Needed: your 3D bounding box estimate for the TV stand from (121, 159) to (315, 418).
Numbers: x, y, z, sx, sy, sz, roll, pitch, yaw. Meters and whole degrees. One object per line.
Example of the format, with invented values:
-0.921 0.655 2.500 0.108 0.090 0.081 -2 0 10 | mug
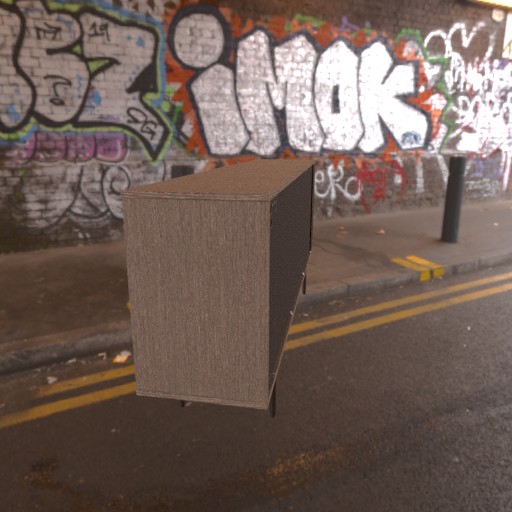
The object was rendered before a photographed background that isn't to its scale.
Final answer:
0.000 0.000 2.027 0.405 0.787 1.804 3 15 10 | TV stand
